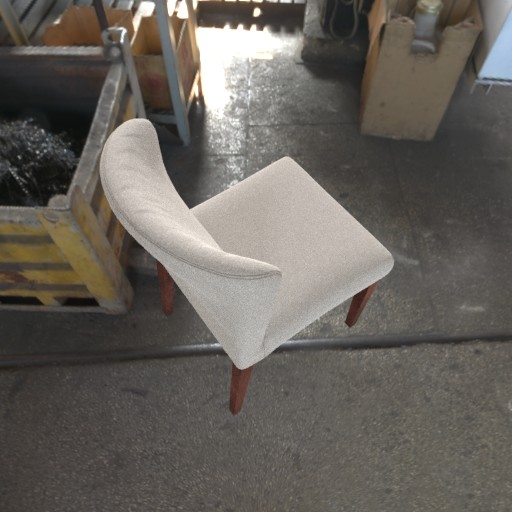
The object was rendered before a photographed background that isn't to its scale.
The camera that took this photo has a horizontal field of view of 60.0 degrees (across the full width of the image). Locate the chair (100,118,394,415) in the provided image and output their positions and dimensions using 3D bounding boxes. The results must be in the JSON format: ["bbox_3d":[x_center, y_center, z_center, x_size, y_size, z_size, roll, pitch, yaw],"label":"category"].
[{"bbox_3d":[0.000,0.000,1.196,0.592,0.839,0.491,-32,63,-18],"label":"chair"}]
